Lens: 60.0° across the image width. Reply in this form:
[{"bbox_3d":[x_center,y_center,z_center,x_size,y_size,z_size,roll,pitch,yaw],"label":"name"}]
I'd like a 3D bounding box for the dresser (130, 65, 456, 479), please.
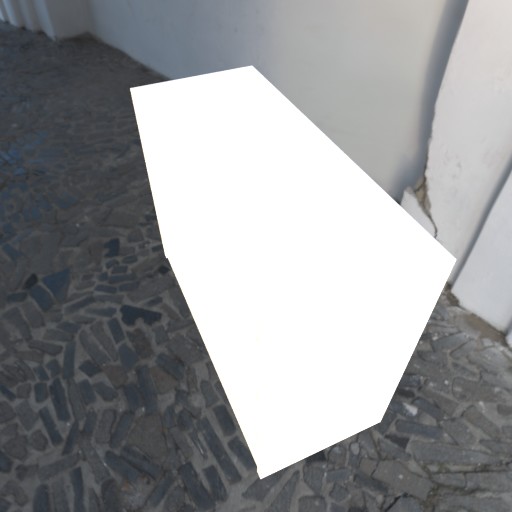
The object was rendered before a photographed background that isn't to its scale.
[{"bbox_3d":[0.000,0.000,1.538,0.460,0.820,1.100,-18,48,-17],"label":"dresser"}]
